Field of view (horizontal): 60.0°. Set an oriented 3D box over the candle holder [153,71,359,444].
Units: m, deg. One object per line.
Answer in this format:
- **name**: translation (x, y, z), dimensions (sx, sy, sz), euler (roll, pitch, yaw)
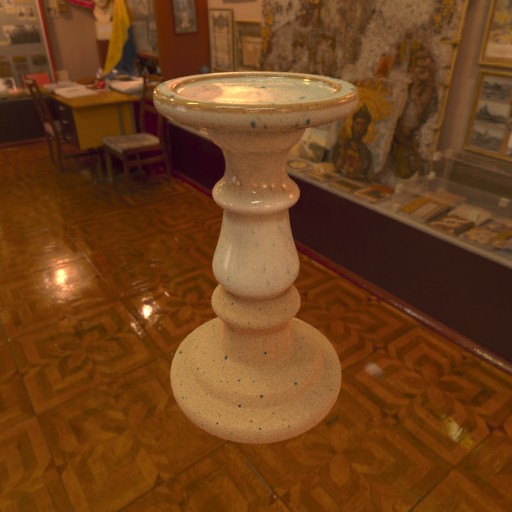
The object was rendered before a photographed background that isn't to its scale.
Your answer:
- **candle holder**: translation (0.000, 0.000, 0.276), dimensions (0.123, 0.202, 0.123), euler (0, 30, 0)
